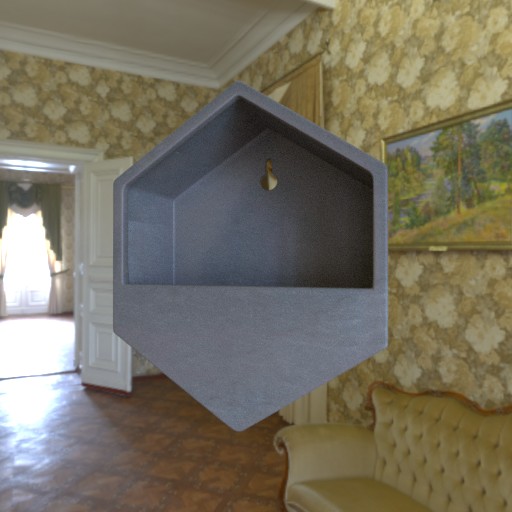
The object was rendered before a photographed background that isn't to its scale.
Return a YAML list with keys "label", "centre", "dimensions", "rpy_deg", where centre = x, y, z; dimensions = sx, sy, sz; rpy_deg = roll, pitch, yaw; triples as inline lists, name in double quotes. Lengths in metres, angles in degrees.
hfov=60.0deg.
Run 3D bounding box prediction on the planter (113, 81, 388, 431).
- label: "planter"
  centre: [0.000, 0.000, 0.296]
  dimensions: [0.169, 0.206, 0.077]
  rpy_deg: [0, 0, 17]
